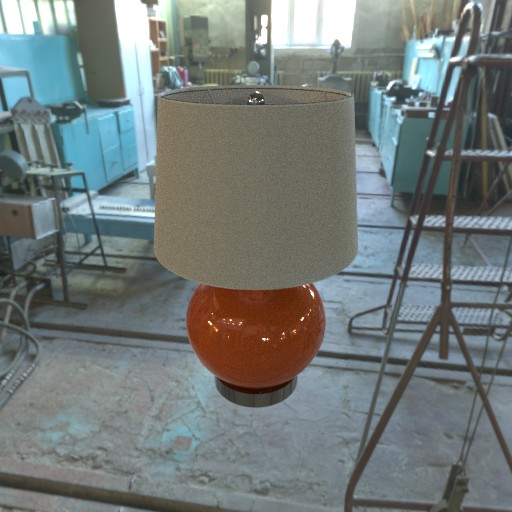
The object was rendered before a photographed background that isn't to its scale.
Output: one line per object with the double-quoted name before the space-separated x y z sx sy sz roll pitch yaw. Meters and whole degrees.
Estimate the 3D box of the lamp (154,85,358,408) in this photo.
"lamp" 0.000 0.000 0.556 0.247 0.387 0.247 0 26 0
